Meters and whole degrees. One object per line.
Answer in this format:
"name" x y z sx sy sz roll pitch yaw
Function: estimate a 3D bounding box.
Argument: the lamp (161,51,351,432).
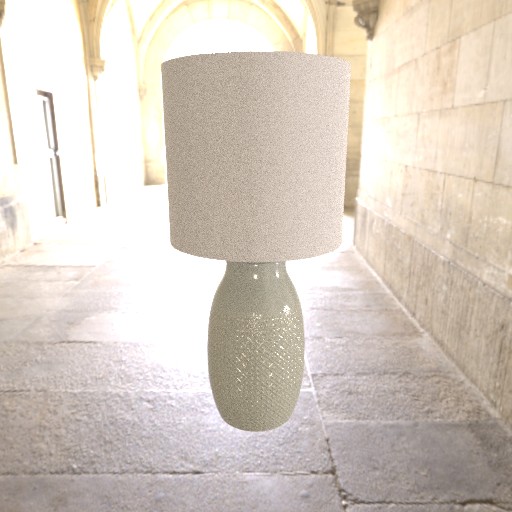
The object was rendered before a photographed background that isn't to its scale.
"lamp" 0.000 0.000 0.574 0.217 0.453 0.217 14 21 42
